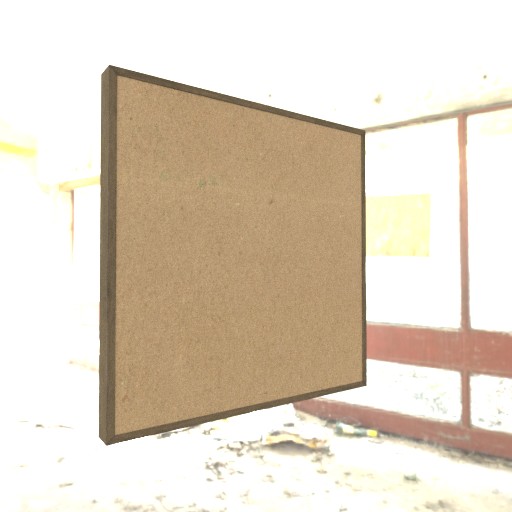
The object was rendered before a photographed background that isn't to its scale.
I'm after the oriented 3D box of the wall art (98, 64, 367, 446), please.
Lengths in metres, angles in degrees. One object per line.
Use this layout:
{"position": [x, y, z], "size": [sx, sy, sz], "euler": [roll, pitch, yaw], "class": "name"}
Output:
{"position": [0.000, 0.000, 0.751], "size": [0.508, 0.508, 0.038], "euler": [1, -1, -35], "class": "wall art"}
